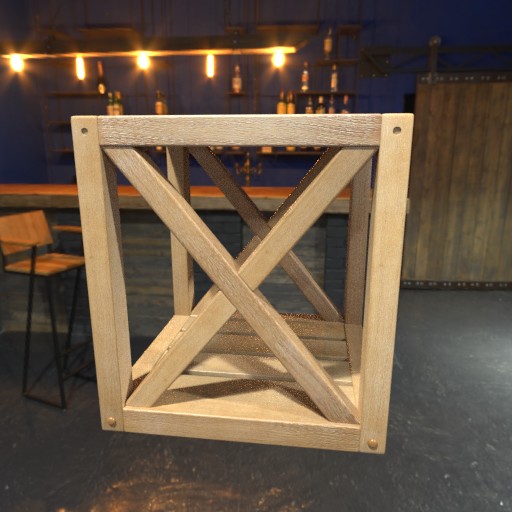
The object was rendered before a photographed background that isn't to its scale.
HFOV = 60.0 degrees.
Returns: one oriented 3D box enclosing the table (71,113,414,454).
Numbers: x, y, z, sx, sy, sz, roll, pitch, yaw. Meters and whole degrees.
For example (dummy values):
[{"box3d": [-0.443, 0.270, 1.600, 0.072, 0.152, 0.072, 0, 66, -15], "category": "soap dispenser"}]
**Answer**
[{"box3d": [0.000, 0.000, 1.047, 0.559, 0.610, 0.558, 2, 15, 7], "category": "table"}]
